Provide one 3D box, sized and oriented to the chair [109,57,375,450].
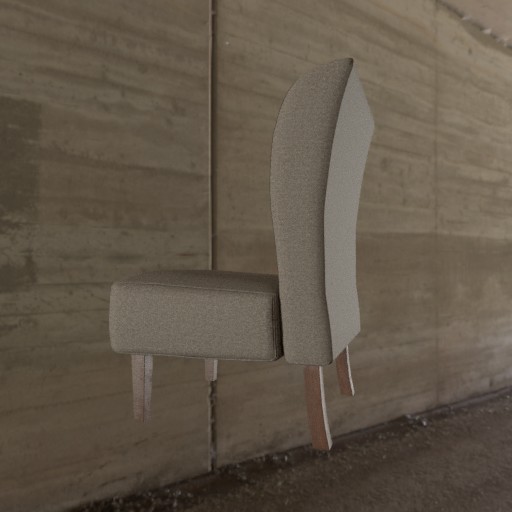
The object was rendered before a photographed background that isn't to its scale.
[{"bbox_3d":[0.000,0.000,1.195,0.592,0.804,0.513,0,-1,19],"label":"chair"}]
